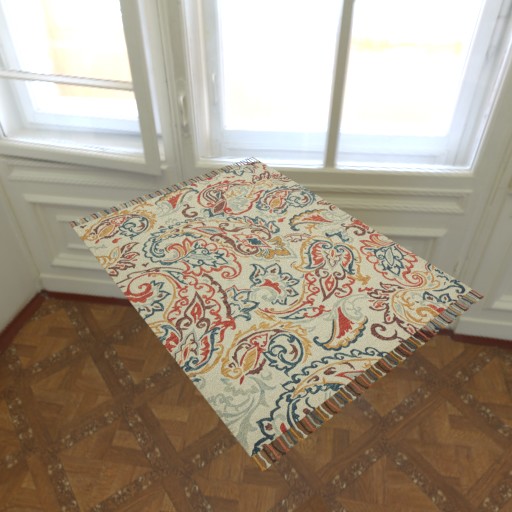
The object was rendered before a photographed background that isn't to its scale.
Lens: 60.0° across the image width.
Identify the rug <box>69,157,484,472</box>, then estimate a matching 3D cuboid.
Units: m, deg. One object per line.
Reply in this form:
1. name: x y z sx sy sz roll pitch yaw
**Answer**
1. rug: 0.000 0.000 4.237 2.439 0.015 3.274 -26 46 -28
